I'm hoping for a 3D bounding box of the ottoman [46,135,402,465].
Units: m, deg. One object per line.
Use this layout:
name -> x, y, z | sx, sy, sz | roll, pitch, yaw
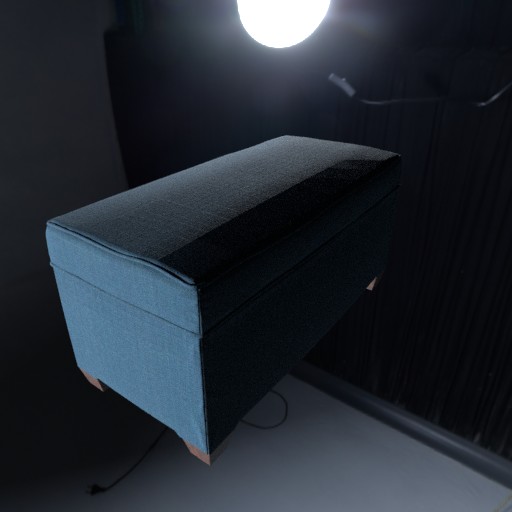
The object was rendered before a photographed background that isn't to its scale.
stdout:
ottoman -> 0.000, 0.000, 1.231 | 0.474, 0.474, 0.943 | 19, 34, 31
